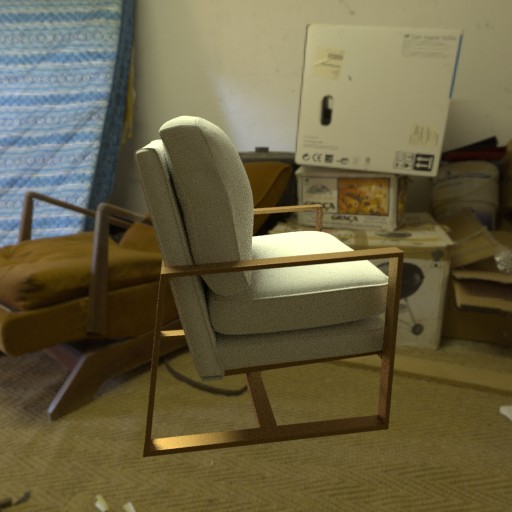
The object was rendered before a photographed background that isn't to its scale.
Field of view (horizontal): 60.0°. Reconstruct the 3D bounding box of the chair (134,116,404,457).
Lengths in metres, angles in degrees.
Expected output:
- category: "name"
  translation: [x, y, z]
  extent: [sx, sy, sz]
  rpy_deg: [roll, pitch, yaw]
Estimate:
- category: "chair"
  translation: [0.000, 0.000, 1.612]
  extent: [0.813, 0.966, 0.805]
  rpy_deg: [-3, 17, -9]
